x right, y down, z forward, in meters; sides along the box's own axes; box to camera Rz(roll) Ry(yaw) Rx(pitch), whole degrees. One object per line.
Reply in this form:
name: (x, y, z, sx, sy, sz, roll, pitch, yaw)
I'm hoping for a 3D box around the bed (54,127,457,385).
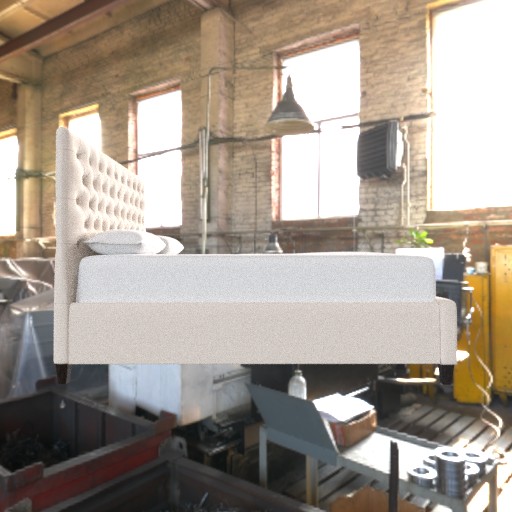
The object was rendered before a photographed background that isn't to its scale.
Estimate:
bed: (0.000, 0.000, 3.266, 2.233, 1.426, 1.696, 0, 0, 0)
